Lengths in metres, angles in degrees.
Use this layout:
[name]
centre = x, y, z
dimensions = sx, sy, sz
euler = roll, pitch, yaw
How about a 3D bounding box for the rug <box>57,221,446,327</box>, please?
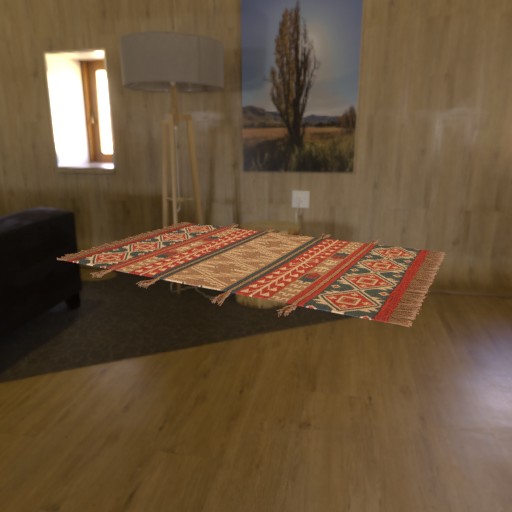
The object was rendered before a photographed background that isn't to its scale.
[rug]
centre = 0.000, 0.000, 2.675
dimensions = 2.025, 0.040, 1.469
euler = 8, 18, 27
